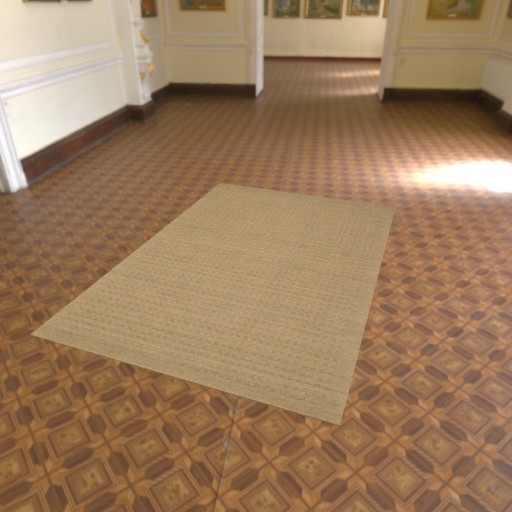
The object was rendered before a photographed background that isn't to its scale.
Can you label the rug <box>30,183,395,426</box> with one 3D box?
[{"bbox_3d":[0.000,0.000,3.693,1.981,0.006,2.895,11,32,18],"label":"rug"}]
